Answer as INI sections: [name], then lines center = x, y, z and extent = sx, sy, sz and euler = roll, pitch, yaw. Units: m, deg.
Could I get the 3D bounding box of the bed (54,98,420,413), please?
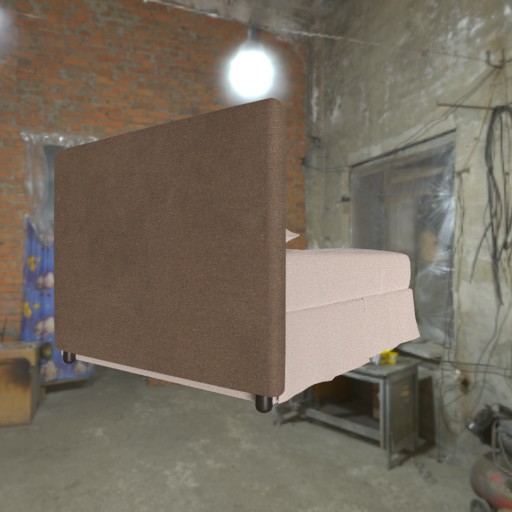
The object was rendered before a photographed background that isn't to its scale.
[bed]
center = 0.000, 0.000, 3.147
extent = 1.723, 1.330, 2.142
euler = 0, 0, 36
